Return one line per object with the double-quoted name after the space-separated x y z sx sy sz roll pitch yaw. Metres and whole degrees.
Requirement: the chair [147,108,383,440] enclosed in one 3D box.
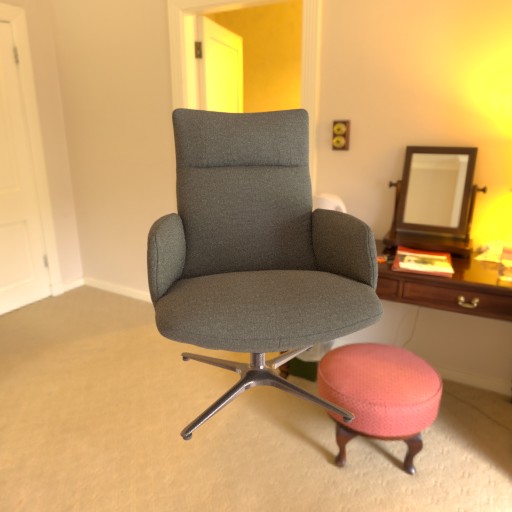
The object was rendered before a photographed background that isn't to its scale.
0.000 0.000 1.533 0.702 0.984 0.831 -3 17 -9 "chair"
